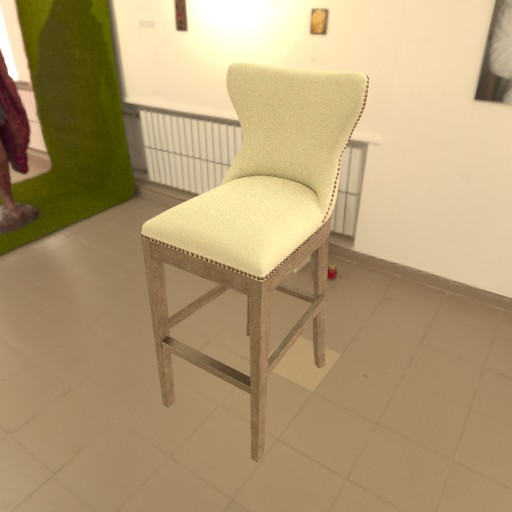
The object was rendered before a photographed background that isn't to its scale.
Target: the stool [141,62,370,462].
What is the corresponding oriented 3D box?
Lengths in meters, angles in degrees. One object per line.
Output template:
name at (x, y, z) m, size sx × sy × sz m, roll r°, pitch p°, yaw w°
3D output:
stool at (0.000, 0.000, 1.472) m, size 0.494 × 1.123 × 0.606 m, roll 19°, pitch 35°, yaw 29°
